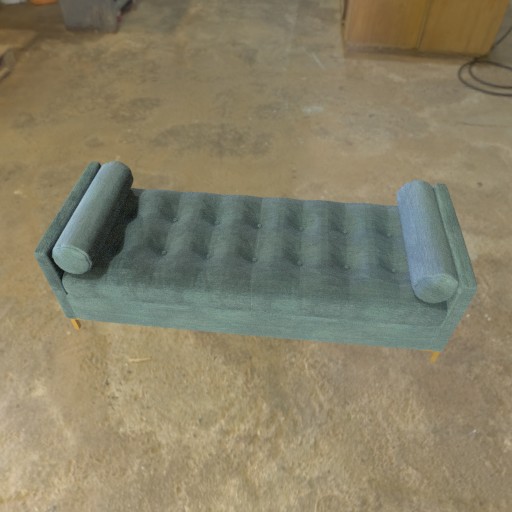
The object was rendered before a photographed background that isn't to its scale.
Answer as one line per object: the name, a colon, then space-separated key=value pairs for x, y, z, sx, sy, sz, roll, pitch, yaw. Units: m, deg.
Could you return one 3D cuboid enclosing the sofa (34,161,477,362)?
sofa: x=0.000 y=0.000 z=2.517 sx=2.102 sy=0.705 sz=0.796 roll=4 pitch=47 yaw=4
